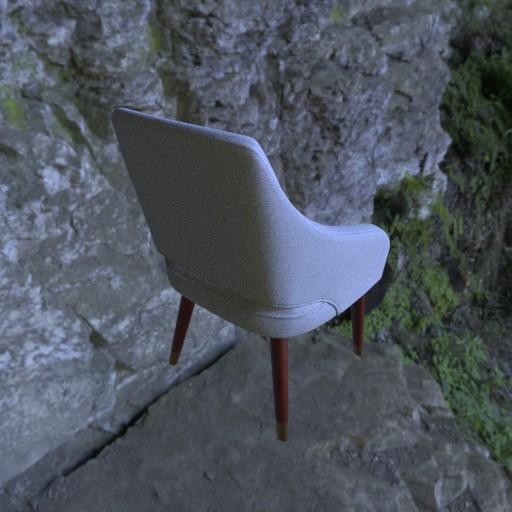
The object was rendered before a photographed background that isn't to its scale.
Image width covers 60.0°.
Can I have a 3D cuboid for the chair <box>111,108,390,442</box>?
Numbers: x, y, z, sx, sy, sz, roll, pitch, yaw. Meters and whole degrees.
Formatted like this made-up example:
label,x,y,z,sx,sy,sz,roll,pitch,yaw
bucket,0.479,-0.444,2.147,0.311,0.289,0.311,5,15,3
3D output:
label,x,y,z,sx,sy,sz,roll,pitch,yaw
chair,0.000,0.000,1.301,0.609,0.889,0.600,23,37,34
